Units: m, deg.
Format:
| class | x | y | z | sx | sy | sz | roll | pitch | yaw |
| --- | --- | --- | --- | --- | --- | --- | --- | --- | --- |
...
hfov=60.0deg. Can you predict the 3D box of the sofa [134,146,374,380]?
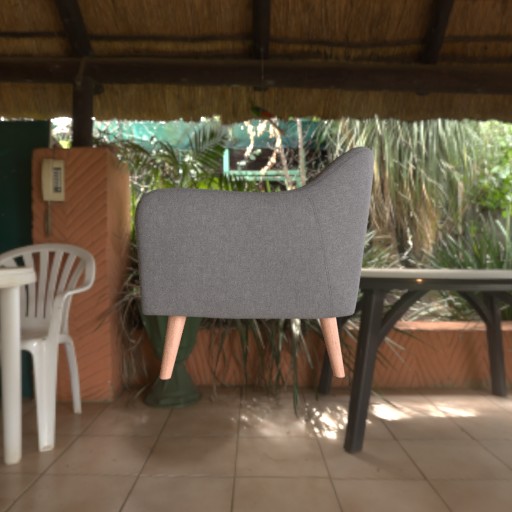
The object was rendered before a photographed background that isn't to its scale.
| class | x | y | z | sx | sy | sz | roll | pitch | yaw |
| --- | --- | --- | --- | --- | --- | --- | --- | --- | --- |
| sofa | 0.000 | 0.000 | 2.249 | 0.820 | 0.820 | 1.840 | 0 | 0 | -1 |
